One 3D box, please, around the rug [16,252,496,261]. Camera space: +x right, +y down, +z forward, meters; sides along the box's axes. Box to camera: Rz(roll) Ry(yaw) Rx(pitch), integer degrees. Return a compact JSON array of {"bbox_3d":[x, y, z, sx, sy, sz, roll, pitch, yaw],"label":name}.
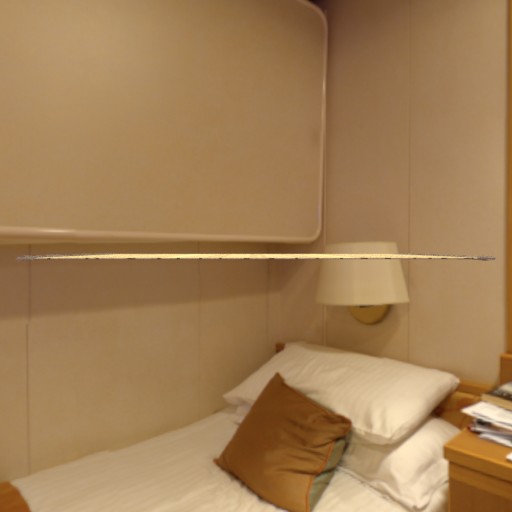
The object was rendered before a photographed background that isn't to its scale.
[{"bbox_3d":[0.000,0.000,2.989,2.472,0.035,1.495,0,1,-1],"label":"rug"}]
